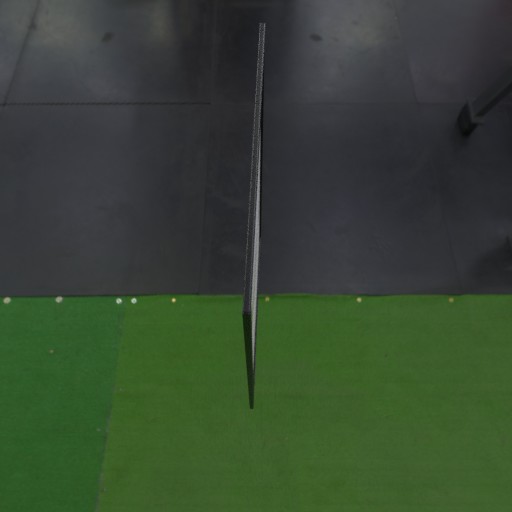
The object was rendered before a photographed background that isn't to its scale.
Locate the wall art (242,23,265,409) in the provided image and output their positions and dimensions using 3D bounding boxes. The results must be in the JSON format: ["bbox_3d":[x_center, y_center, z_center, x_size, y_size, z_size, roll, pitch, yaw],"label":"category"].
[{"bbox_3d":[0.000,0.000,1.286,0.013,0.967,0.707,2,63,1],"label":"wall art"}]
